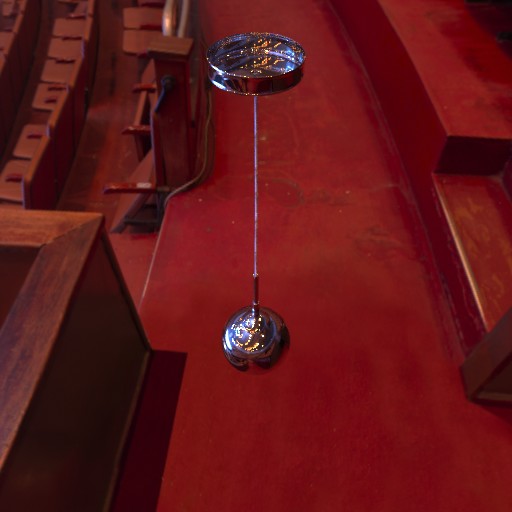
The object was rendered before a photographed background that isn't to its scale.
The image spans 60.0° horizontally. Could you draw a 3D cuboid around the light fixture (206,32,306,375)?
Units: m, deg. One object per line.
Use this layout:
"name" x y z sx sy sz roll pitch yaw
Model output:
"light fixture" 0.000 0.000 1.686 0.336 1.538 0.336 2 49 2
